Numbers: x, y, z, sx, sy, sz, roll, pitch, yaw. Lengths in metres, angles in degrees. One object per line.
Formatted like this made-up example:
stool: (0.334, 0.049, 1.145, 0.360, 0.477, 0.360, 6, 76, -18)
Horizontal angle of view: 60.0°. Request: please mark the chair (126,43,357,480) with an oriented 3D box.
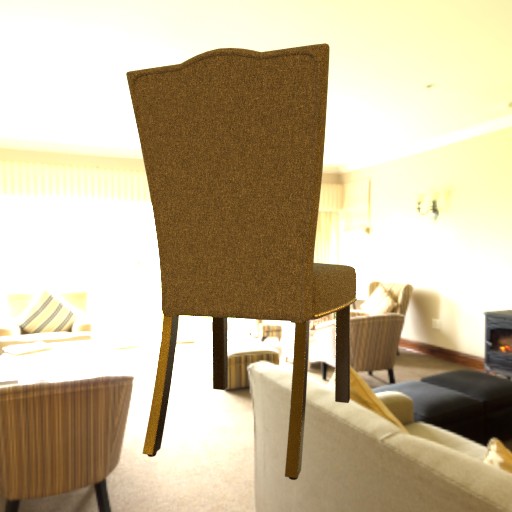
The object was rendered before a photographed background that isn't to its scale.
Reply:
chair: (0.000, 0.000, 1.260, 0.518, 0.946, 0.589, 0, 1, 18)
